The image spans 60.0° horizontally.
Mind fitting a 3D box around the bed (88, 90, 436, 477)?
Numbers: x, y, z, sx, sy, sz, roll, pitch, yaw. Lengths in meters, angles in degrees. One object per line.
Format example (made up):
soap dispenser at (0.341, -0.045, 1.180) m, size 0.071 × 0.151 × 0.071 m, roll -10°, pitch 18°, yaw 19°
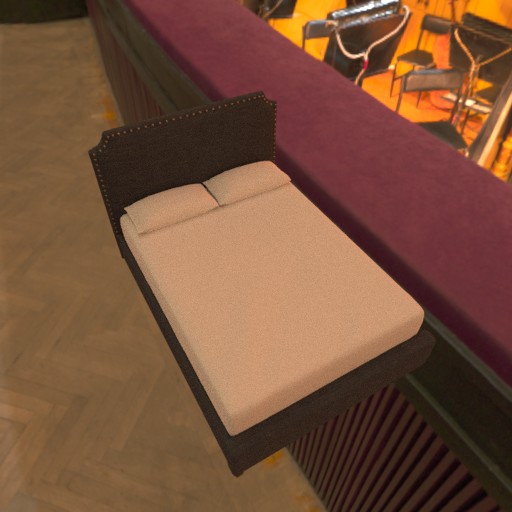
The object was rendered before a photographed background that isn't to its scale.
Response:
bed at (0.000, 0.000, 3.472) m, size 1.713 × 1.443 × 2.372 m, roll -22°, pitch 49°, yaw -20°
